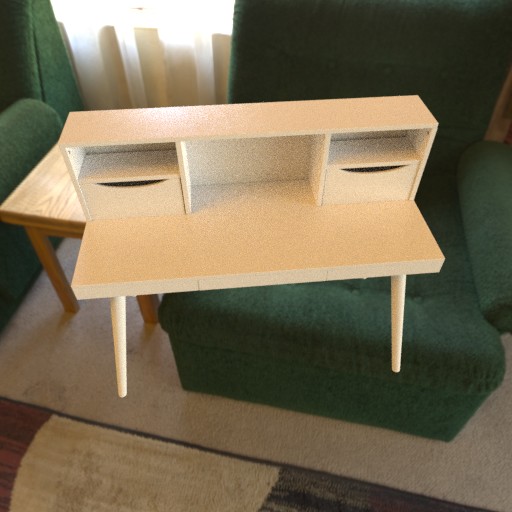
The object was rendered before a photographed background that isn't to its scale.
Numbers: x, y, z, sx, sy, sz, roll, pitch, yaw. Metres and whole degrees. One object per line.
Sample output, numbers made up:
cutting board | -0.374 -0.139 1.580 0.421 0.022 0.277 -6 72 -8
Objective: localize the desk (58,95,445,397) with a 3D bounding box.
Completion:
desk | 0.000 0.000 1.704 1.199 0.990 0.559 -4 47 -4
